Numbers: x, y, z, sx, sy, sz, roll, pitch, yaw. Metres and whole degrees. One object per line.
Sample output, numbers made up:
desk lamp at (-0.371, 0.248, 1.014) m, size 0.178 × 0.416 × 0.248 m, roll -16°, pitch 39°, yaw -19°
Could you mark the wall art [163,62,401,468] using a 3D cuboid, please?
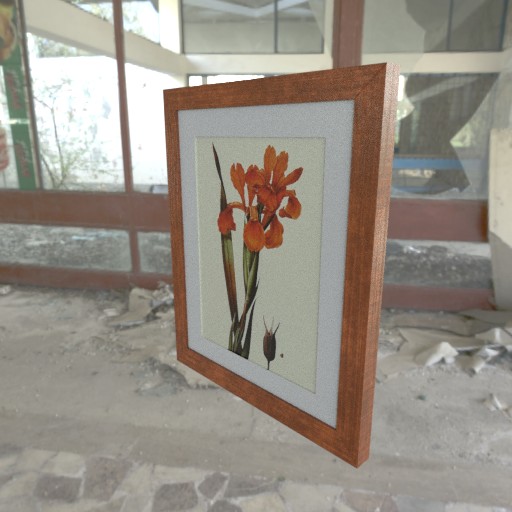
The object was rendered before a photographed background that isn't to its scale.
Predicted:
wall art at (0.000, 0.000, 0.763) m, size 0.033 × 0.567 × 0.467 m, roll -15°, pitch 21°, yaw -43°
